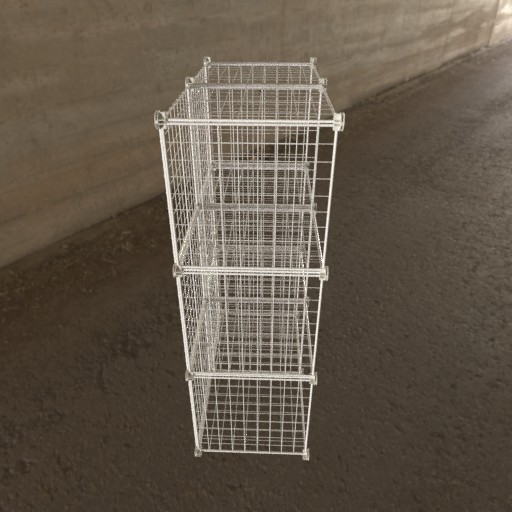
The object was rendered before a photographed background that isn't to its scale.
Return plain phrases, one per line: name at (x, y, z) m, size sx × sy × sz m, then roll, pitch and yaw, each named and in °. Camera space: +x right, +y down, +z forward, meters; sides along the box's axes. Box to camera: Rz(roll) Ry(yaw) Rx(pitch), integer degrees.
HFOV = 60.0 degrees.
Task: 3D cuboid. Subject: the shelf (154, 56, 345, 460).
shelf at (0.000, 0.000, 1.404) m, size 0.356 × 1.067 × 0.711 m, roll 1°, pitch 32°, yaw 2°
